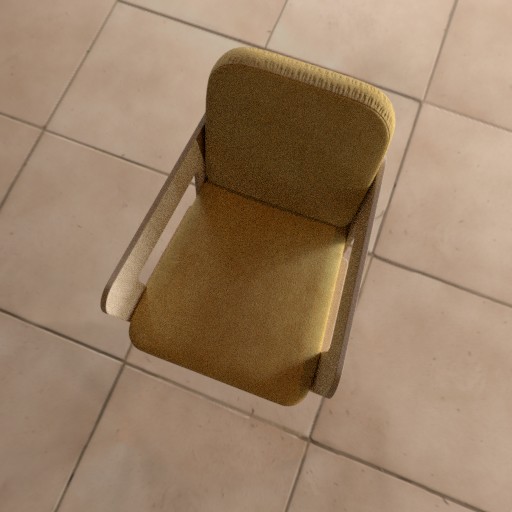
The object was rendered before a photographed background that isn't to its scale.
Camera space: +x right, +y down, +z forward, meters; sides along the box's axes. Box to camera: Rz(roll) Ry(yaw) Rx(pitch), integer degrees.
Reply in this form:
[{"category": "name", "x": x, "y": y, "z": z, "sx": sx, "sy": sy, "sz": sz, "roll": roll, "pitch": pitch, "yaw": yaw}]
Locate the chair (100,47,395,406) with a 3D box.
[{"category": "chair", "x": 0.000, "y": 0.000, "z": 1.252, "sx": 0.590, "sy": 0.800, "sz": 0.710, "roll": 20, "pitch": 77, "yaw": 5}]
